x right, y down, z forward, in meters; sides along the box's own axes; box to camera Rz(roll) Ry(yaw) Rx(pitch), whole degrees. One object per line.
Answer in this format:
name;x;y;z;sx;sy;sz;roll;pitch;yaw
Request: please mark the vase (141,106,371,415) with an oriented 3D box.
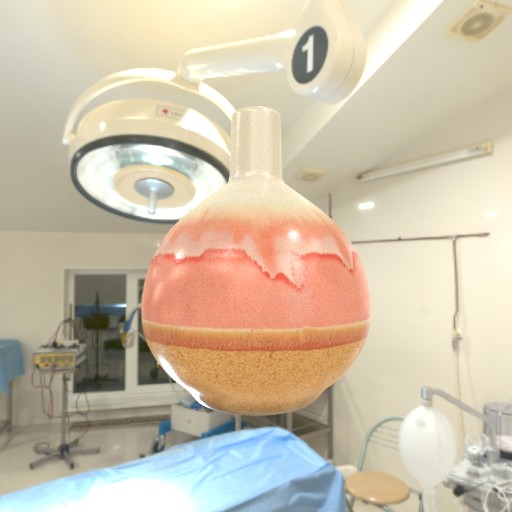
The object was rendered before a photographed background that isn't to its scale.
vase;0.000;0.000;0.273;0.137;0.176;0.137;0;-2;0
